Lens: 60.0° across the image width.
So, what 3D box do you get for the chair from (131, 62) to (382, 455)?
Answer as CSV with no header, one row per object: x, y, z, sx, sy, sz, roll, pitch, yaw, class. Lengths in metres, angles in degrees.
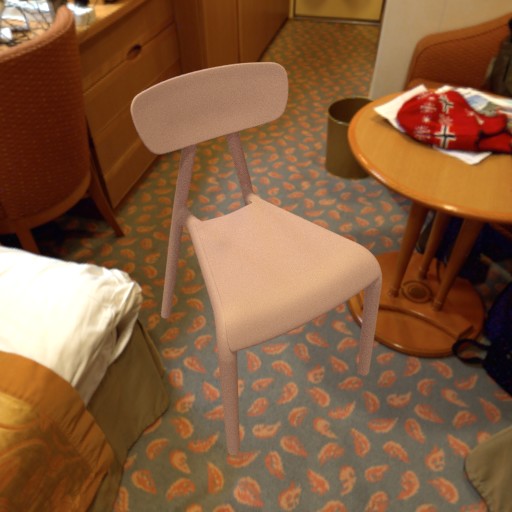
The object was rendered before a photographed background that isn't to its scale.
0.000,0.000,0.844,0.356,0.580,0.401,-23,49,-22,chair
